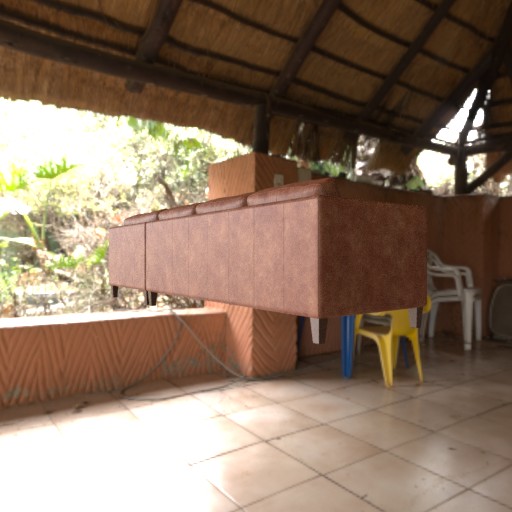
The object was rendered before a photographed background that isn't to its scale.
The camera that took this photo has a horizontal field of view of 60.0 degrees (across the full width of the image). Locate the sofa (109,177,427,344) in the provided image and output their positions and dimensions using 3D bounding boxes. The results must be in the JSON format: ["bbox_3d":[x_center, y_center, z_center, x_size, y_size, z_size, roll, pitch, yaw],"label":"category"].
[{"bbox_3d":[0.000,0.000,3.932,1.581,0.883,3.203,0,0,-36],"label":"sofa"}]
